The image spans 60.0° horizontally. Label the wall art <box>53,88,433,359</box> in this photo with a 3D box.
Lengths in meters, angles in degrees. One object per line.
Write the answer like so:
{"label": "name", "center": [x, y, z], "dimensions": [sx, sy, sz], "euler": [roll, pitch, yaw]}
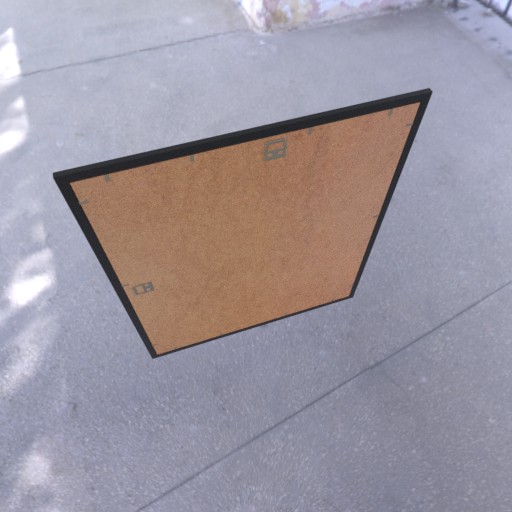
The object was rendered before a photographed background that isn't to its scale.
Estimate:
{"label": "wall art", "center": [0.000, 0.000, 0.901], "dimensions": [0.559, 0.660, 0.018], "euler": [-16, 58, -10]}
